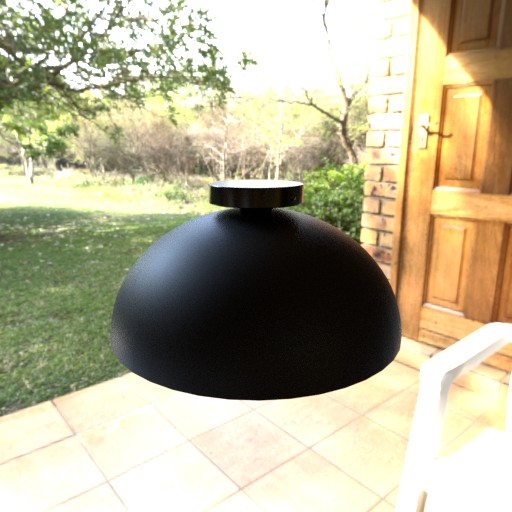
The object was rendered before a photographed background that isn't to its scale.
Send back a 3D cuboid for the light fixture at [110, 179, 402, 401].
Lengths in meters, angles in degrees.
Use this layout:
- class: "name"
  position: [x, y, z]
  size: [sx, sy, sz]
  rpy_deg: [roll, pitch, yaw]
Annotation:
- class: "light fixture"
  position: [0.000, 0.000, 0.545]
  size: [0.355, 0.177, 0.355]
  rpy_deg: [0, 14, 0]
